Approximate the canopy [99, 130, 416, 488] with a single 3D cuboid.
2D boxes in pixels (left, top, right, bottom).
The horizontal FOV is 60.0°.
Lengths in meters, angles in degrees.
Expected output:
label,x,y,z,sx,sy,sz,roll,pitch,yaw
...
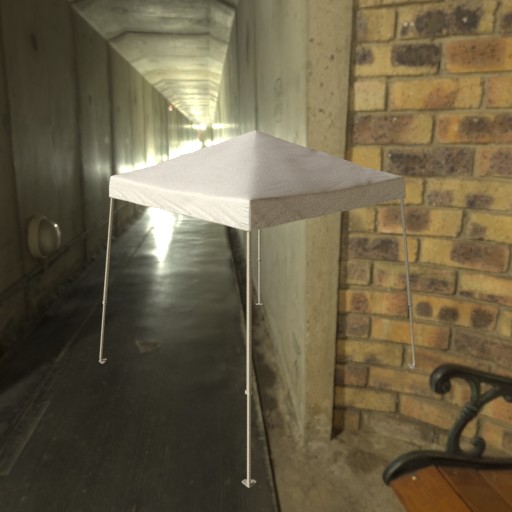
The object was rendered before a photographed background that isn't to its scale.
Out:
label,x,y,z,sx,sy,sz,roll,pitch,yaw
canopy,0.000,0.000,6.601,3.600,3.600,3.599,-15,22,-41
